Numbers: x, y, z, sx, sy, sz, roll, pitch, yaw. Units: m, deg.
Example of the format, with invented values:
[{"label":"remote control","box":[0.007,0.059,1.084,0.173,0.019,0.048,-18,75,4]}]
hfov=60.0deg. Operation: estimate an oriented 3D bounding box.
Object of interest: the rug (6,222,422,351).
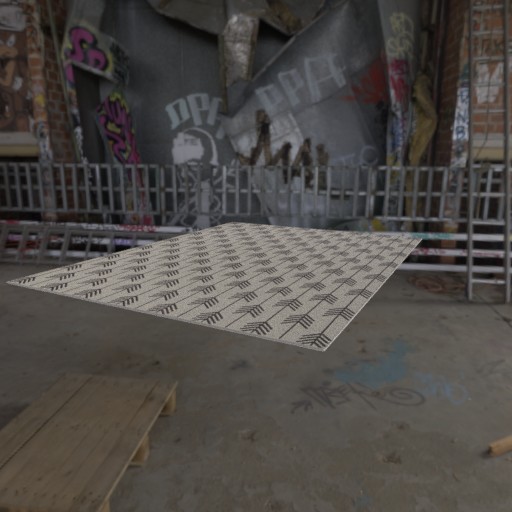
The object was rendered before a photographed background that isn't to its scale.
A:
[{"label":"rug","box":[0.000,0.000,3.865,2.330,0.010,3.061,7,15,27]}]
